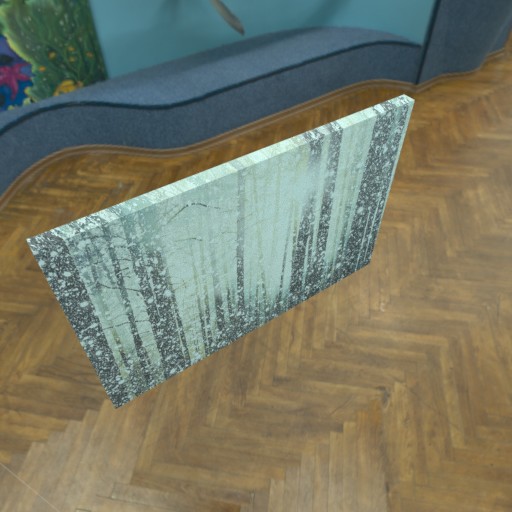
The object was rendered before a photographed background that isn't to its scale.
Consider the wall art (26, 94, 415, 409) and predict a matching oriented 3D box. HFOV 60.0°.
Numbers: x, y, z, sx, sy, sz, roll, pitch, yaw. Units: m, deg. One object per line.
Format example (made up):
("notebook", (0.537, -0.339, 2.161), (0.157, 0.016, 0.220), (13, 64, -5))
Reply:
("wall art", (0.000, 0.000, 1.138), (0.919, 0.598, 0.038), (-26, 52, -23))
